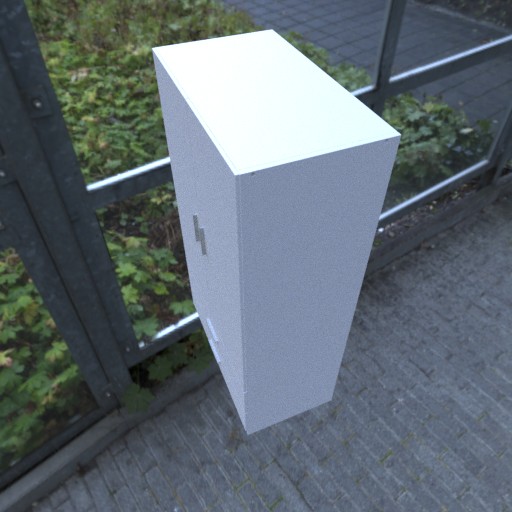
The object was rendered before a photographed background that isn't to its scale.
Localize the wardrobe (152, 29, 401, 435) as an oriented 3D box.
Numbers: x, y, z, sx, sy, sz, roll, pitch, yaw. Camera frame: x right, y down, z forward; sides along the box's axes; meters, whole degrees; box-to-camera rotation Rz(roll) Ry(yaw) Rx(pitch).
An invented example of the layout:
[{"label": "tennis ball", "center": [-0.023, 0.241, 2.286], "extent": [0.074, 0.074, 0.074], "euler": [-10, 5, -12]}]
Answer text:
[{"label": "wardrobe", "center": [0.000, 0.000, 2.282], "extent": [0.577, 1.808, 0.991], "euler": [-17, 48, -16]}]
